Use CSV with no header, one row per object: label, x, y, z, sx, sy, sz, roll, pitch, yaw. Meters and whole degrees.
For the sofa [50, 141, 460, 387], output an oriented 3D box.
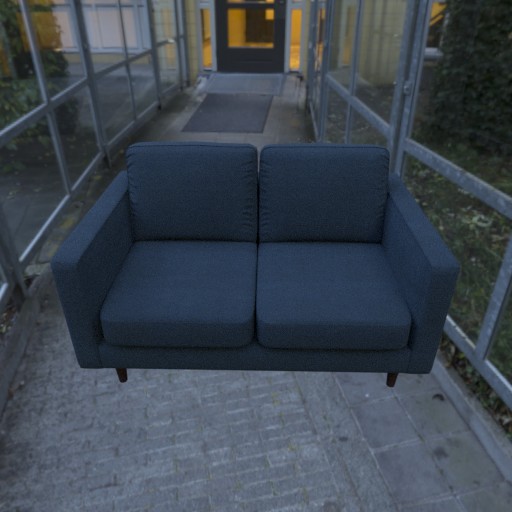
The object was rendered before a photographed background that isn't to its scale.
sofa,0.000,0.000,2.137,1.518,0.930,0.999,1,31,1
